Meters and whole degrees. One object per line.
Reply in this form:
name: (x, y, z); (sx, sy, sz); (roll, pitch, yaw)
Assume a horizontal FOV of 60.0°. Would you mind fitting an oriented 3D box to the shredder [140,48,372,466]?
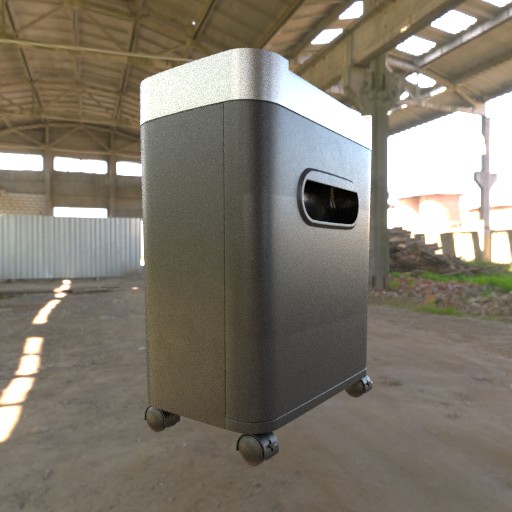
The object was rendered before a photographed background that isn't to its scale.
shredder: (0.000, 0.000, 0.613); (0.237, 0.419, 0.311); (0, 1, 36)
